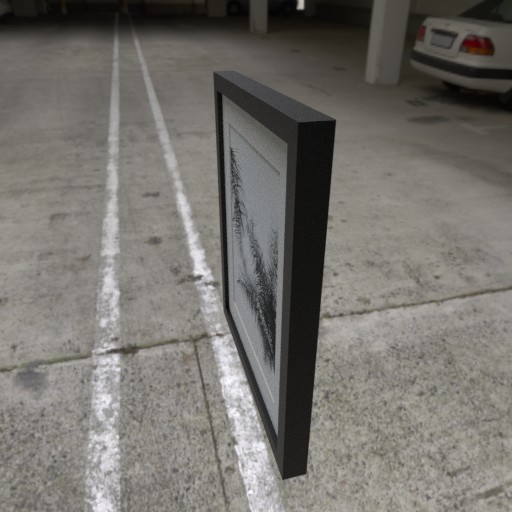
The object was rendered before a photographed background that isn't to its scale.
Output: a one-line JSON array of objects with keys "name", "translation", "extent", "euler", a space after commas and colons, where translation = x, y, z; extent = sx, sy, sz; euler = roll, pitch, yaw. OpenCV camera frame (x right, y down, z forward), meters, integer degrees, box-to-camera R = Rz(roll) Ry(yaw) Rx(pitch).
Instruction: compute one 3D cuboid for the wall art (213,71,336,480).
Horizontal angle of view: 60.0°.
[{"name": "wall art", "translation": [0.000, 0.000, 0.532], "extent": [0.028, 0.380, 0.325], "euler": [-7, 29, -13]}]
